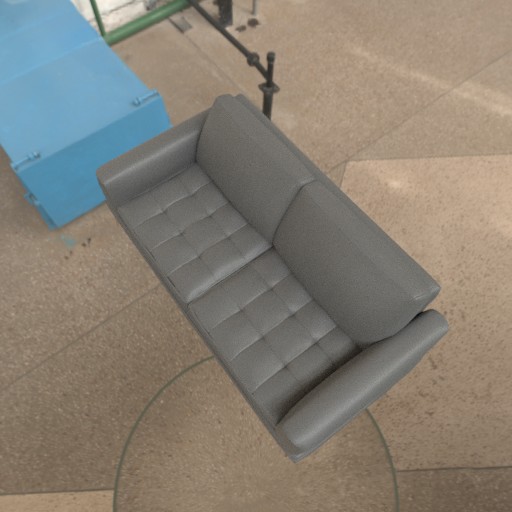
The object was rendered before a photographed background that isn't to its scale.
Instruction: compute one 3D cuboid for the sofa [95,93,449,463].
[{"bbox_3d":[0.000,0.000,2.763,1.121,0.930,2.177,-34,67,-16],"label":"sofa"}]
